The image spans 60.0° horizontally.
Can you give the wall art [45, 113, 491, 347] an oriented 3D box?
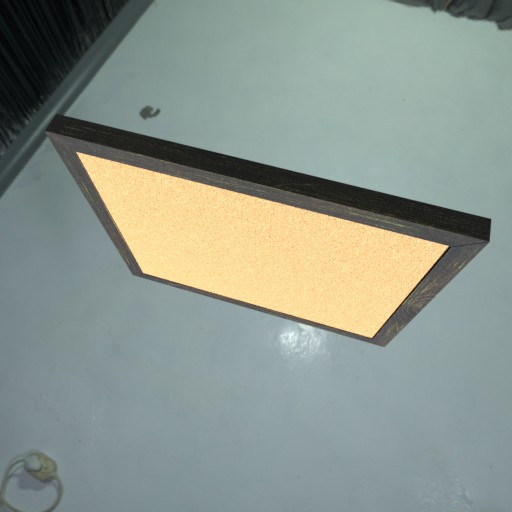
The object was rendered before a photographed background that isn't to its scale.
[{"bbox_3d":[0.000,0.000,0.745,0.558,0.457,0.032,15,65,7],"label":"wall art"}]
